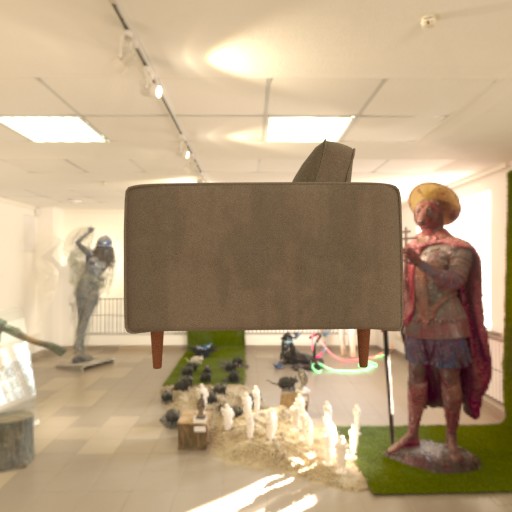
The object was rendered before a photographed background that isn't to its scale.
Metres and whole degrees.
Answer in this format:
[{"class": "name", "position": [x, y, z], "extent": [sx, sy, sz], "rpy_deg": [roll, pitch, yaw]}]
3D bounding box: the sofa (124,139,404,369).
[{"class": "sofa", "position": [0.000, 0.000, 2.373], "extent": [0.924, 0.825, 1.920], "rpy_deg": [0, -1, -1]}]
